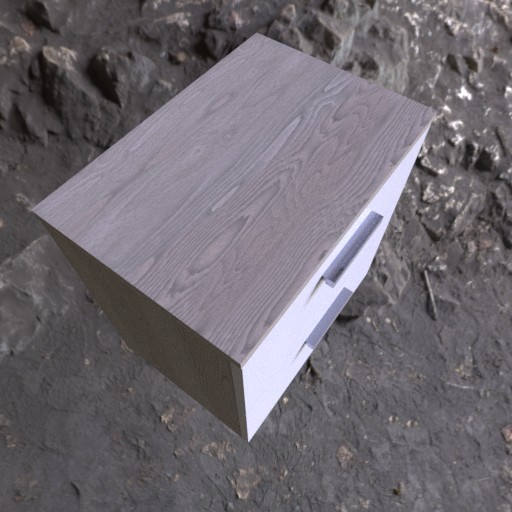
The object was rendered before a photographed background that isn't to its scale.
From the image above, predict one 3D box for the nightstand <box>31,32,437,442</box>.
[{"bbox_3d":[0.000,0.000,0.754,0.325,0.461,0.442,32,63,18],"label":"nightstand"}]
